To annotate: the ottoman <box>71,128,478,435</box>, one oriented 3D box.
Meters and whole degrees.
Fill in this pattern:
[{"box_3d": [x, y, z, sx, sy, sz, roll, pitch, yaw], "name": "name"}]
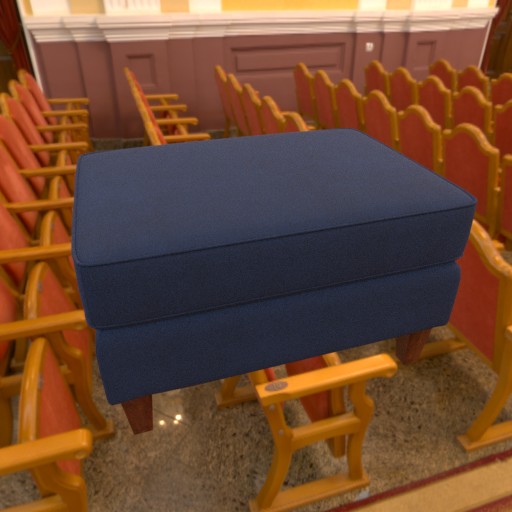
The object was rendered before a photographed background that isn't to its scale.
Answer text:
[{"box_3d": [0.000, 0.000, 1.351, 0.965, 0.584, 0.686, -10, 33, -15], "name": "ottoman"}]
